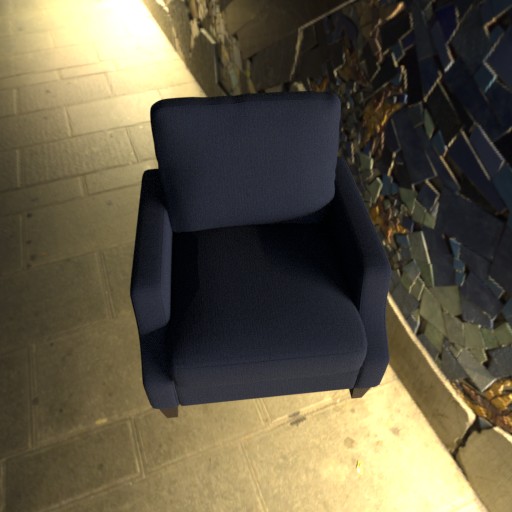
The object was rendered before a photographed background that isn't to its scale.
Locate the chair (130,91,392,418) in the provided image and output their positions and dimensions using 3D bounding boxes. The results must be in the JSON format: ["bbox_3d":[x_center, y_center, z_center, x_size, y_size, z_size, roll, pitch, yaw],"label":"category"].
[{"bbox_3d":[0.000,0.000,1.670,0.855,0.991,0.897,-5,47,-4],"label":"chair"}]
